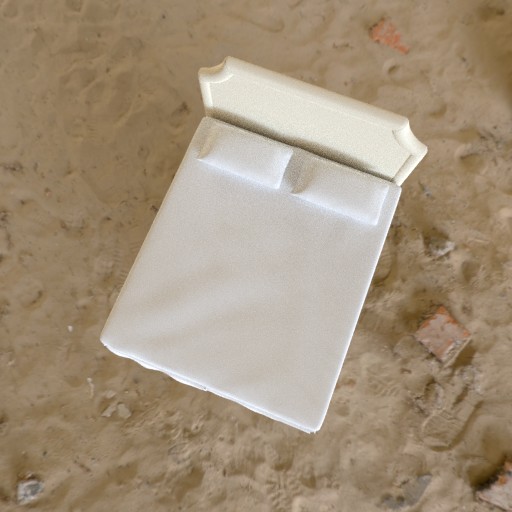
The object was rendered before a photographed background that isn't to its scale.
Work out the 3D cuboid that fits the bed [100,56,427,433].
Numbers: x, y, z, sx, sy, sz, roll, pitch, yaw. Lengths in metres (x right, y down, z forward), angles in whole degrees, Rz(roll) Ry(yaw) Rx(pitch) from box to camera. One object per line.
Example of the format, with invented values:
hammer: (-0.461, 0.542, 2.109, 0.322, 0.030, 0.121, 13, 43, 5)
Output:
bed: (0.000, 0.000, 4.194, 2.350, 1.590, 2.773, 21, 77, 5)
